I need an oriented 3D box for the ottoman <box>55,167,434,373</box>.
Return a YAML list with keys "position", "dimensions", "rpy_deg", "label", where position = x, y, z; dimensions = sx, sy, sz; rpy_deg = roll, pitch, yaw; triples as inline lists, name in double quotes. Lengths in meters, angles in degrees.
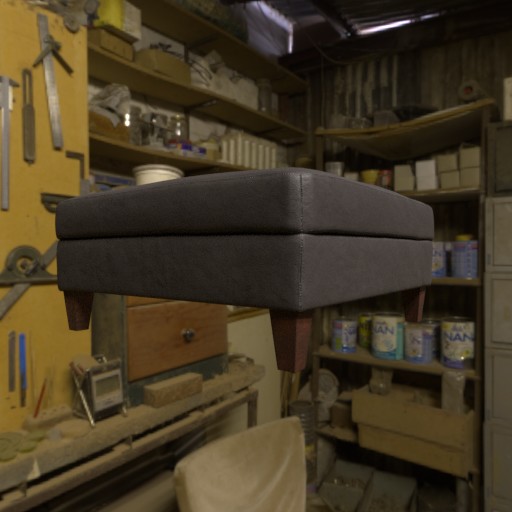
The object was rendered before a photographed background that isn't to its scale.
- position: [0.000, 0.000, 1.329]
  dimensions: [0.836, 0.415, 0.844]
  rpy_deg: [0, 1, 37]
  label: "ottoman"
